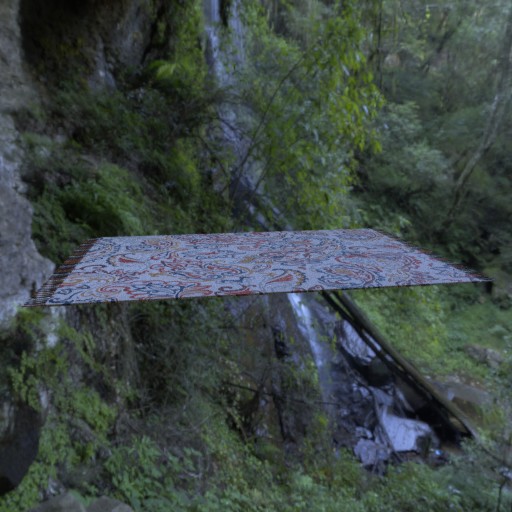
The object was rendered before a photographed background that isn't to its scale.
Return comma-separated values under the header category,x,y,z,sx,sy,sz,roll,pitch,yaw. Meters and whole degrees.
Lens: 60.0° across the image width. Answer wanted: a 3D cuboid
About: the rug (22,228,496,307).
category,x,y,z,sx,sy,sz,roll,pitch,yaw
rug,0.000,0.000,2.400,1.997,0.010,1.218,-2,15,-9
